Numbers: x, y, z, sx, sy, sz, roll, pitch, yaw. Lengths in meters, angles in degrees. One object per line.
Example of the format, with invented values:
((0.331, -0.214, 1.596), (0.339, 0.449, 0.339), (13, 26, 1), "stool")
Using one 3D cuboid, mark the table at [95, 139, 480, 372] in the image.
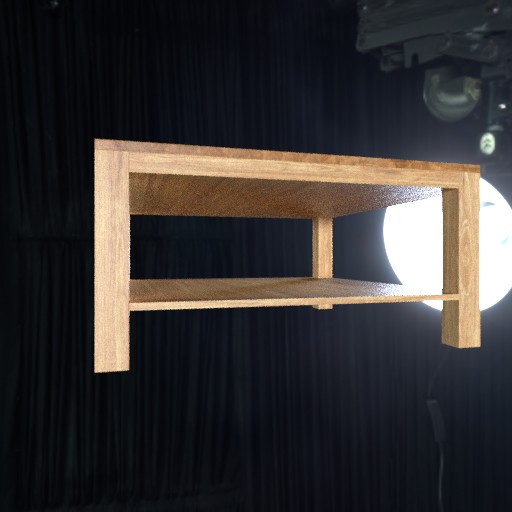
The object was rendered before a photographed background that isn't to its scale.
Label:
((0.000, 0.000, 1.408), (0.900, 0.450, 0.900), (0, 0, -16), "table")
